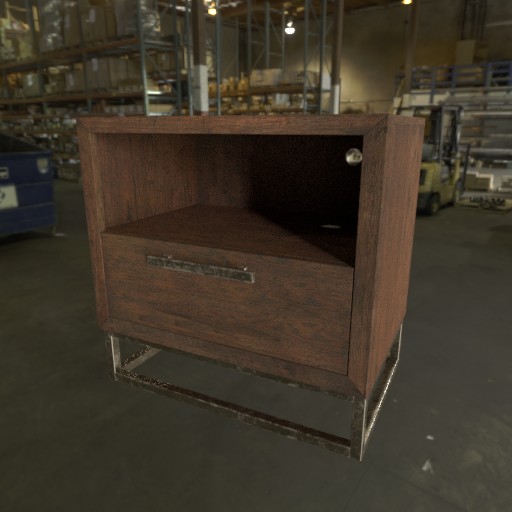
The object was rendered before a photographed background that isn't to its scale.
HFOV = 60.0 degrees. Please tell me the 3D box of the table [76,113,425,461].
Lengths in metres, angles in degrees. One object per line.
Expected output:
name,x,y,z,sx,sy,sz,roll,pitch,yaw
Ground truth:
table,0.000,0.000,1.251,0.767,0.746,0.542,8,18,26
